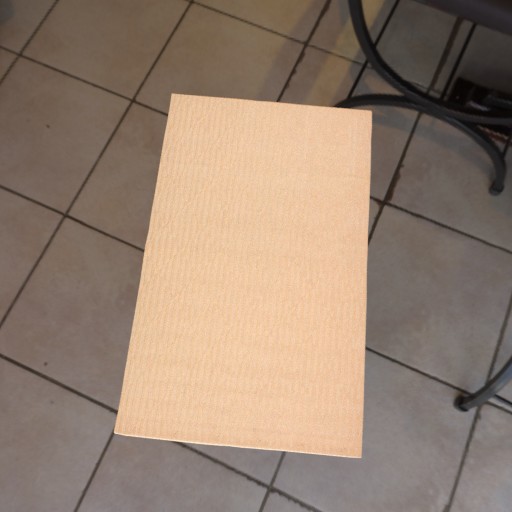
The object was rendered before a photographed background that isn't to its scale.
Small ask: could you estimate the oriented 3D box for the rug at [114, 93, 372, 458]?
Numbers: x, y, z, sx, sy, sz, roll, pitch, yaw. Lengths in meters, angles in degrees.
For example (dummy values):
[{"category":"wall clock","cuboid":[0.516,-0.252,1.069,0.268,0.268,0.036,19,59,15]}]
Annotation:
[{"category":"rug","cuboid":[0.000,0.000,3.034,1.531,0.014,2.441,5,74,1]}]
